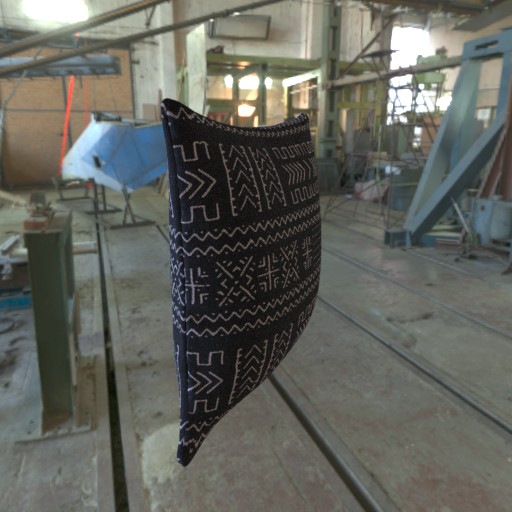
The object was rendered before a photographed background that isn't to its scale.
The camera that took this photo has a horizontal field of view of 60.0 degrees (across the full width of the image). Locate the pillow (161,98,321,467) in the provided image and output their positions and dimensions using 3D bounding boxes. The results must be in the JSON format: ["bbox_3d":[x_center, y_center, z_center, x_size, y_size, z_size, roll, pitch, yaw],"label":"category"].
[{"bbox_3d":[0.000,0.000,0.669,0.164,0.430,0.438,7,17,24],"label":"pillow"}]
